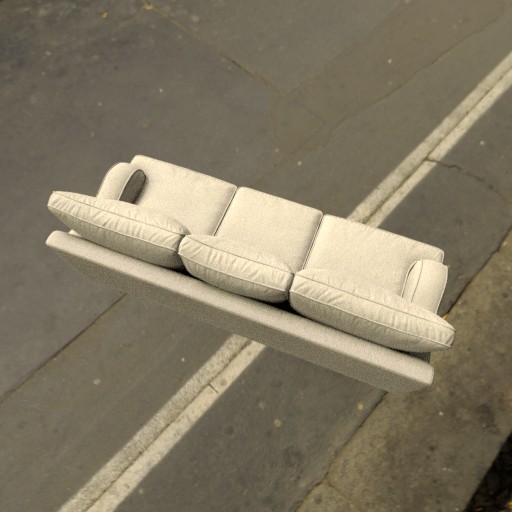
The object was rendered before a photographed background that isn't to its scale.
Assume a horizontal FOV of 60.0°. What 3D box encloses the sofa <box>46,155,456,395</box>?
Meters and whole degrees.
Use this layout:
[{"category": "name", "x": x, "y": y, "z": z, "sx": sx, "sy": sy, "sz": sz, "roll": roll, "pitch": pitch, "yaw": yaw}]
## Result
[{"category": "sofa", "x": 0.000, "y": 0.000, "z": 2.872, "sx": 2.323, "sy": 0.991, "sz": 1.016, "roll": 19, "pitch": 63, "yaw": 10}]
